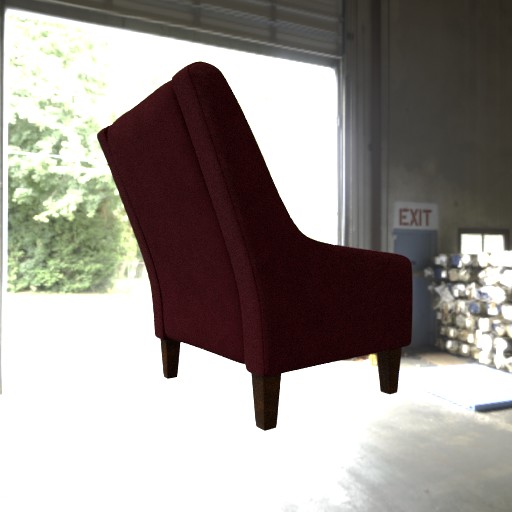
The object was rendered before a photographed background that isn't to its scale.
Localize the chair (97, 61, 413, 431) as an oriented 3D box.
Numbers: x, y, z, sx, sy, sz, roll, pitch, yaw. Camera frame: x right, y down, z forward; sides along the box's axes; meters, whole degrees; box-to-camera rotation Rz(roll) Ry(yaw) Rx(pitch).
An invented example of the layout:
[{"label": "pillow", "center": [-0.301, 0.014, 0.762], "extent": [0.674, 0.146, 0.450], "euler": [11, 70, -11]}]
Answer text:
[{"label": "chair", "center": [0.000, 0.000, 1.701], "extent": [0.985, 1.017, 0.793], "euler": [0, 0, -36]}]
